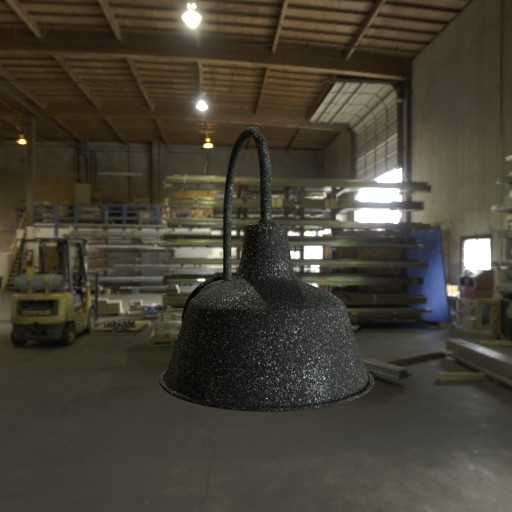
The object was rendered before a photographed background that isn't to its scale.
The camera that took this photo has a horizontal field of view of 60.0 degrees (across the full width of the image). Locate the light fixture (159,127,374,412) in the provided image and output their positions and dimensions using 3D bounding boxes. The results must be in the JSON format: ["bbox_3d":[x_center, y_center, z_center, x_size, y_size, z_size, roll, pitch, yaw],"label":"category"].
[{"bbox_3d":[0.000,0.000,0.490,0.216,0.300,0.283,0,0,-18],"label":"light fixture"}]
